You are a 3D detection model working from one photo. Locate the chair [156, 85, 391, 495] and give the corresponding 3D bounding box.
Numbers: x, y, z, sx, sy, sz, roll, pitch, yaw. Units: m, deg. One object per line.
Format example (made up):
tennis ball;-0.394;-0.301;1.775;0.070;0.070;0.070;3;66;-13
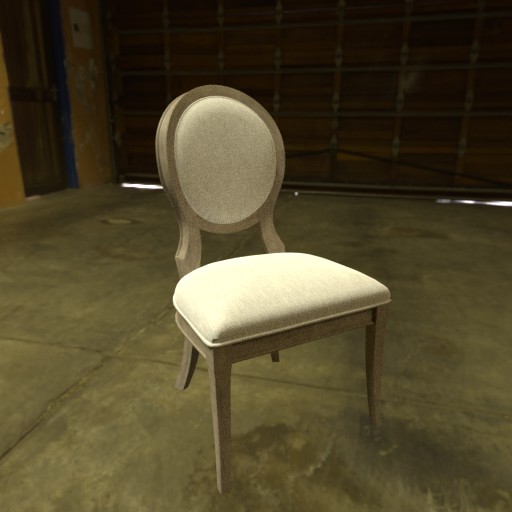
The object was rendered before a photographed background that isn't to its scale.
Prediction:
chair;0.000;0.000;1.322;0.558;0.990;0.602;-9;19;-28
